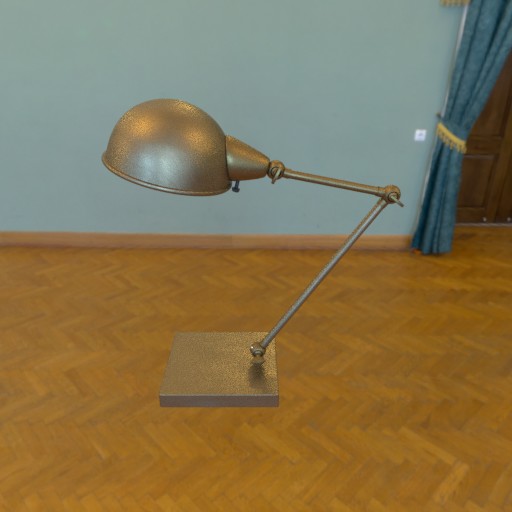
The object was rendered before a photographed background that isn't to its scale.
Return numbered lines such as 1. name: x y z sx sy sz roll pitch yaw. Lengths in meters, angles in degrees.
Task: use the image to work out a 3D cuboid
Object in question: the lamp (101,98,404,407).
1. lamp: 0.000 0.000 0.552 0.339 0.371 0.149 0 26 0
